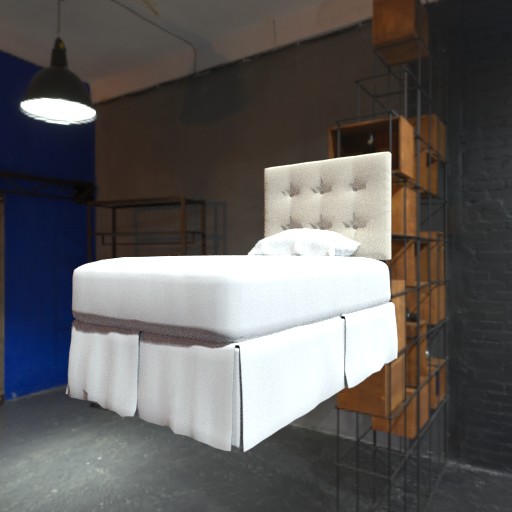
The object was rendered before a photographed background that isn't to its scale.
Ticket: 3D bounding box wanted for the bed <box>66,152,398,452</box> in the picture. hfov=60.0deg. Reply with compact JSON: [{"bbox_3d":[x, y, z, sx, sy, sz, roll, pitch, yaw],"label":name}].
[{"bbox_3d":[0.000,0.000,2.897,1.261,1.571,1.997,0,0,36],"label":"bed"}]
